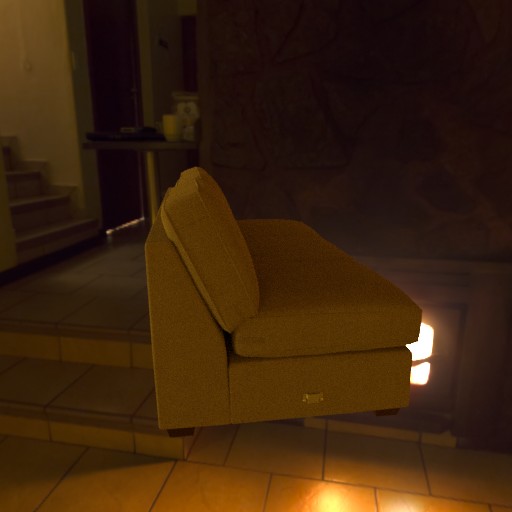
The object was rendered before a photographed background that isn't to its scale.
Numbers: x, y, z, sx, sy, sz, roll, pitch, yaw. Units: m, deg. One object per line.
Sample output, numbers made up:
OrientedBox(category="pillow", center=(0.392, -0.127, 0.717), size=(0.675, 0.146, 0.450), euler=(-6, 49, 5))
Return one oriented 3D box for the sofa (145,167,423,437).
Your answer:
OrientedBox(category="sofa", center=(0.000, 0.000, 2.724), size=(1.127, 1.036, 2.092), euler=(-2, 14, -8))
